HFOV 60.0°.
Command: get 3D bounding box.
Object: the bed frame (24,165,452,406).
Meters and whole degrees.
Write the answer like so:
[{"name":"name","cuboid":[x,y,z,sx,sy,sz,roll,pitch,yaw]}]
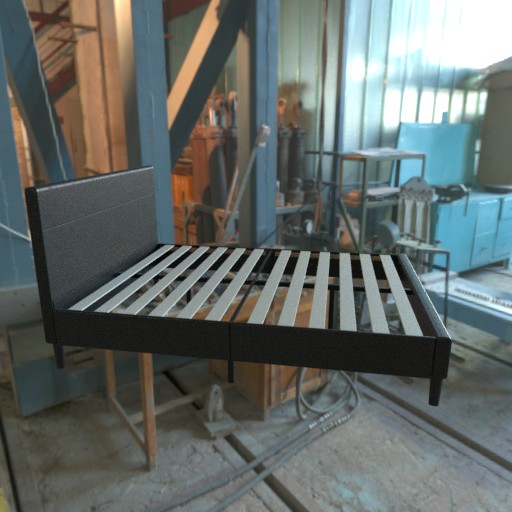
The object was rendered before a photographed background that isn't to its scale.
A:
[{"name":"bed frame","cuboid":[0.000,0.000,3.171,2.318,1.127,1.634,3,16,10]}]
